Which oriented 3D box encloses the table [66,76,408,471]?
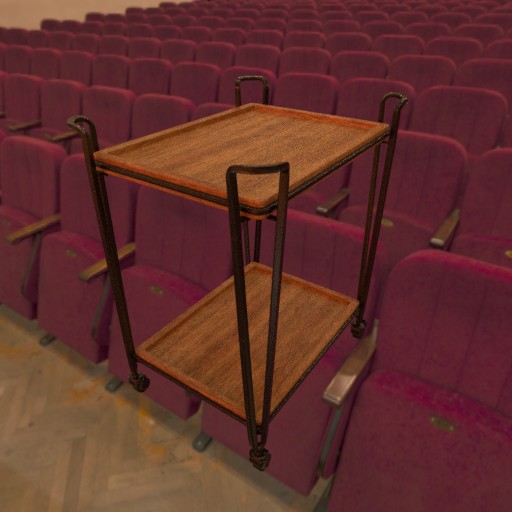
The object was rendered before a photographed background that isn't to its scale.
[{"bbox_3d":[0.000,0.000,1.191,0.505,0.785,0.672,20,36,29],"label":"table"}]
